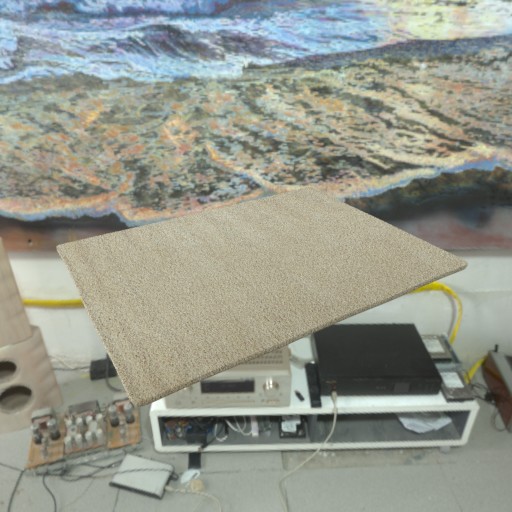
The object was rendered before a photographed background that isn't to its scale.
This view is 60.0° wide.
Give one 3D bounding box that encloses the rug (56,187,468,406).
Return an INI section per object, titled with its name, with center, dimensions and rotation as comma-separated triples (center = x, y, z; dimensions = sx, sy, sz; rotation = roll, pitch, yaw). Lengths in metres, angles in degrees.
[rug]
center = 0.000, 0.000, 2.130
dimensions = 1.600, 0.025, 1.199
rotation = -17, 33, -28
